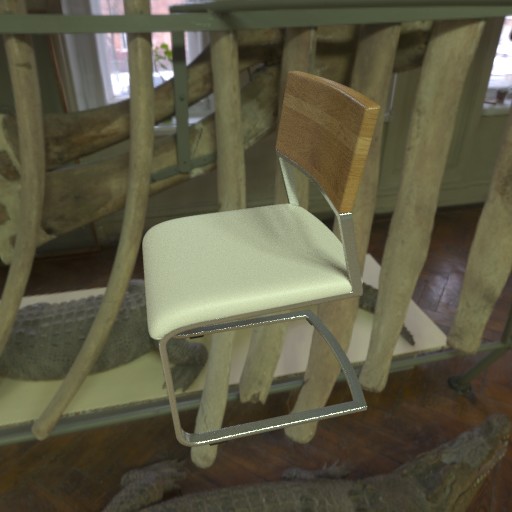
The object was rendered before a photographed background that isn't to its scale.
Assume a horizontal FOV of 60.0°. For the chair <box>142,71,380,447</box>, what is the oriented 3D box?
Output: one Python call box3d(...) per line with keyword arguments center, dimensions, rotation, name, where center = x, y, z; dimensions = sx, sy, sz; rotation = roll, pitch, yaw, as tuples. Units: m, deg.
box3d(center=(0.000, 0.000, 1.176), dimensions=(0.585, 0.844, 0.467), rotation=(-7, 31, -12), name="chair")
